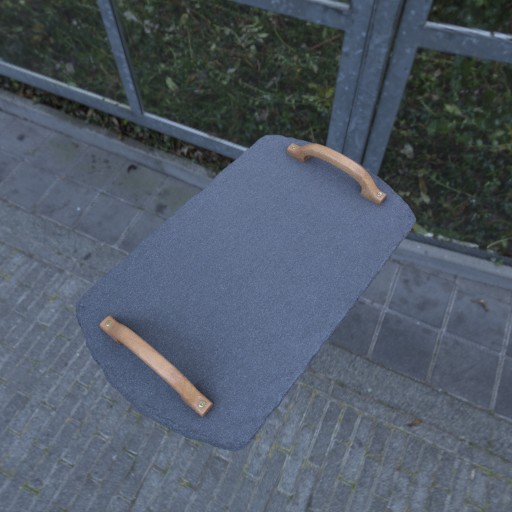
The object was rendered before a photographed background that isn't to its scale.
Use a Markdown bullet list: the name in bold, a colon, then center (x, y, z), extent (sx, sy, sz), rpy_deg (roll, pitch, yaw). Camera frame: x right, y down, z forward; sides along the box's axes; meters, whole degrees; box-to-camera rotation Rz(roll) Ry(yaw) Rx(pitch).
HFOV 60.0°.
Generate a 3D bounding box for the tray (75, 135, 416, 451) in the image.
- **tray**: center (0.000, 0.000, 0.484), extent (0.231, 0.062, 0.387), rpy_deg (34, 64, 19)
